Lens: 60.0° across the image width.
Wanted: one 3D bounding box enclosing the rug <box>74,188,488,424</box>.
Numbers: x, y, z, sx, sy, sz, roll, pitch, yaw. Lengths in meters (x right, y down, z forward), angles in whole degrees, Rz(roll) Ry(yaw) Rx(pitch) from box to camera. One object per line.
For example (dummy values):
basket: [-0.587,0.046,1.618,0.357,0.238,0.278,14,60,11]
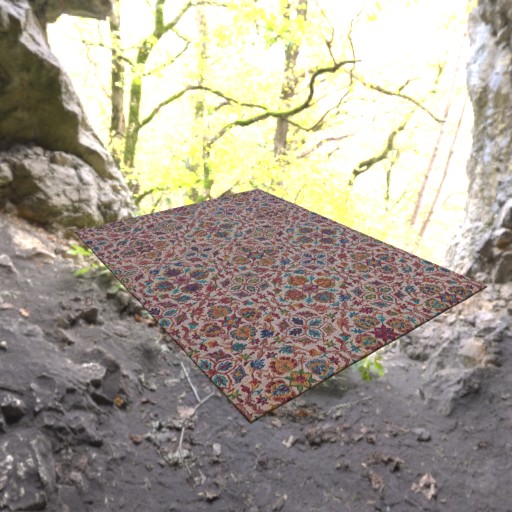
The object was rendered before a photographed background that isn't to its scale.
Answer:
rug: [0.000,0.000,4.204,2.446,0.020,3.215,-18,32,-32]
